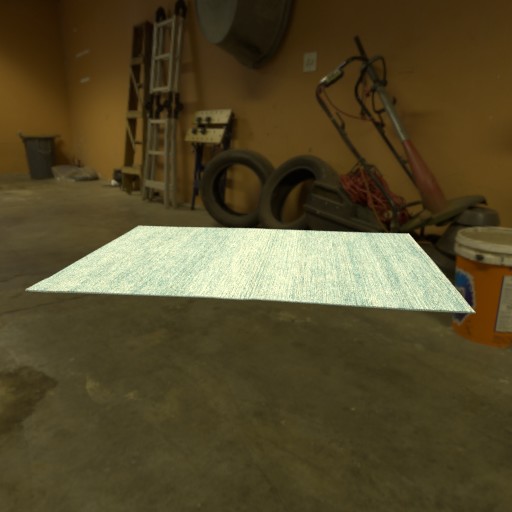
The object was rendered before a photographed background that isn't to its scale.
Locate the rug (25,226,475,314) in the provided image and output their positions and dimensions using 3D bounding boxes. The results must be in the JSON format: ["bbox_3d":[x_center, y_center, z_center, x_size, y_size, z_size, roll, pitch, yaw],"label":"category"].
[{"bbox_3d":[0.000,0.000,2.988,2.306,0.030,1.613,2,16,7],"label":"rug"}]
